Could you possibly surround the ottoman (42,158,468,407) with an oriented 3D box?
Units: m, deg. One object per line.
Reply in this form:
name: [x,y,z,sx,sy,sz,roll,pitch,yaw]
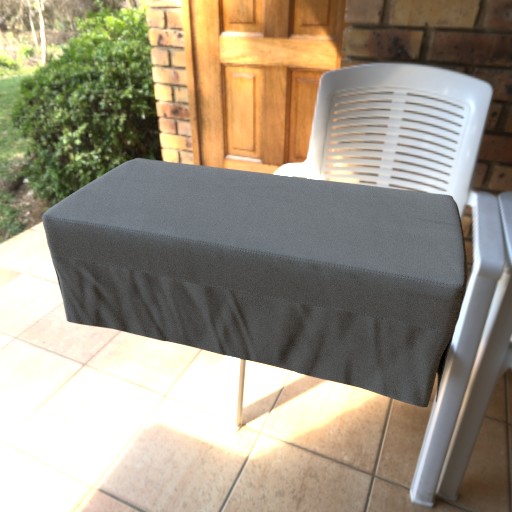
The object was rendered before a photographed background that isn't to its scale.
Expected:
ottoman: [0.000,0.000,1.664,1.388,0.457,0.665,10,33,15]
